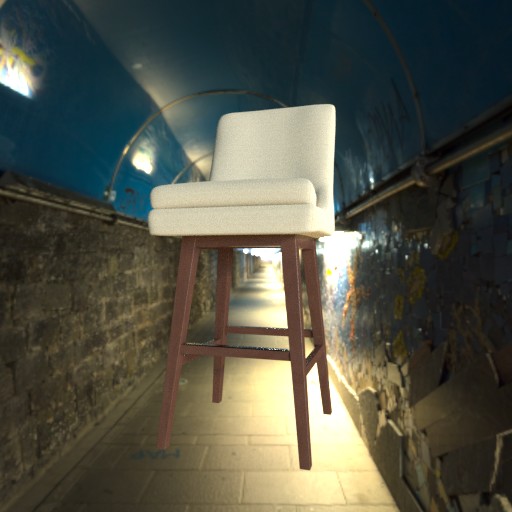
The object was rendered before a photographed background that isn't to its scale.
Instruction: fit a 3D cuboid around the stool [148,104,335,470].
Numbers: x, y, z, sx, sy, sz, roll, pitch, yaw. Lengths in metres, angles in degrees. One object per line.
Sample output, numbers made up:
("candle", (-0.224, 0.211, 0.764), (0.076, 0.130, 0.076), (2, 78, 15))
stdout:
("stool", (0.000, 0.000, 1.420), (0.483, 1.093, 0.559), (0, 0, 17))
